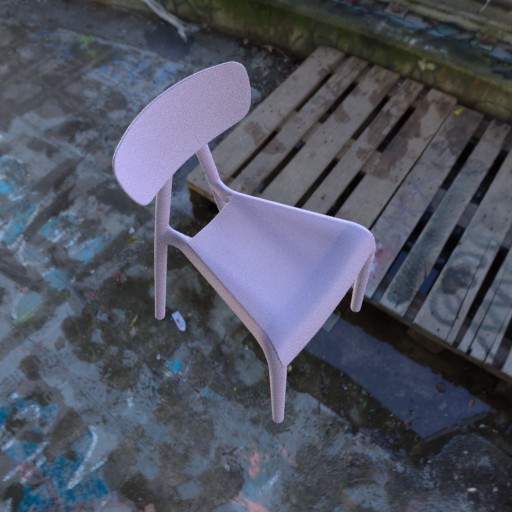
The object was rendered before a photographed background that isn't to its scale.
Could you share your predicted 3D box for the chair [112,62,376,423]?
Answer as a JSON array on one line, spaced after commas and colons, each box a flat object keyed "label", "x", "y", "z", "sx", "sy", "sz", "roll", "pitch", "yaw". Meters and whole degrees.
[{"label": "chair", "x": 0.000, "y": 0.000, "z": 0.859, "sx": 0.401, "sy": 0.580, "sz": 0.356, "roll": 33, "pitch": 65, "yaw": 18}]
